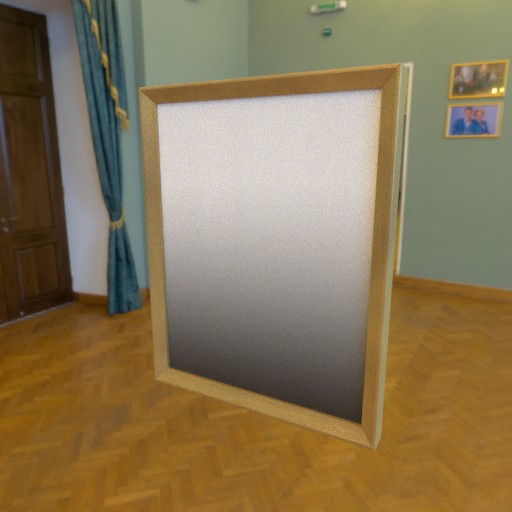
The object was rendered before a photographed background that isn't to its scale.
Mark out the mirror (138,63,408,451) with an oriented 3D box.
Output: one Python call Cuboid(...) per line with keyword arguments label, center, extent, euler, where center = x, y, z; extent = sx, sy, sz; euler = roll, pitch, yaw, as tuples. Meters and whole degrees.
Cuboid(label="mirror", center=(0.000, 0.000, 0.679), extent=(0.406, 0.509, 0.041), euler=(7, 15, 29))
